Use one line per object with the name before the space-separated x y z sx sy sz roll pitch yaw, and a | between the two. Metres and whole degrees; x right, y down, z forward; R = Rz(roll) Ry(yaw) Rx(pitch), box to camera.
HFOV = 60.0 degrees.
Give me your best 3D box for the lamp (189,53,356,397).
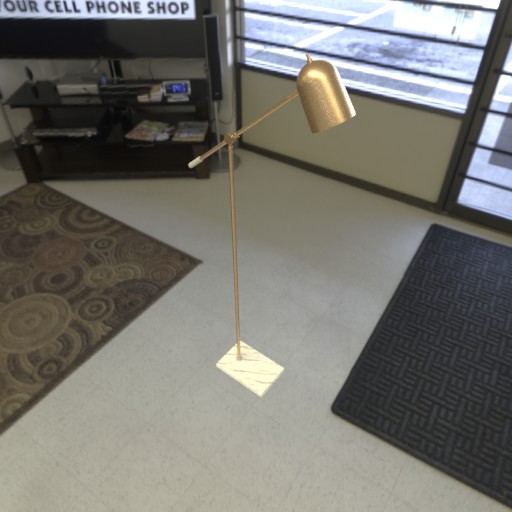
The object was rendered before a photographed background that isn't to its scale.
lamp | 0.000 0.000 1.767 0.653 1.594 0.194 27 48 28
